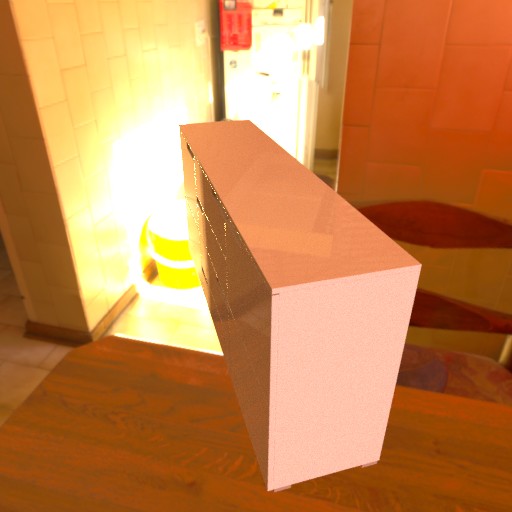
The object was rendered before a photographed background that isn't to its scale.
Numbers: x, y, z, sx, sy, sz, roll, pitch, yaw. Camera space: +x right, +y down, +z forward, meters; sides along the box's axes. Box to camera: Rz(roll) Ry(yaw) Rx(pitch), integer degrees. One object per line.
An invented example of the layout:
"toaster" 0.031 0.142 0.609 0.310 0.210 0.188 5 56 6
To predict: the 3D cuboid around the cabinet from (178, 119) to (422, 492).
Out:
"cabinet" 0.000 0.000 1.964 0.400 0.800 1.650 -8 31 -14
